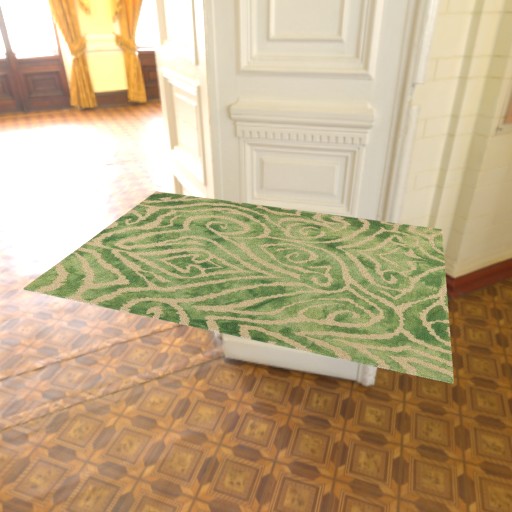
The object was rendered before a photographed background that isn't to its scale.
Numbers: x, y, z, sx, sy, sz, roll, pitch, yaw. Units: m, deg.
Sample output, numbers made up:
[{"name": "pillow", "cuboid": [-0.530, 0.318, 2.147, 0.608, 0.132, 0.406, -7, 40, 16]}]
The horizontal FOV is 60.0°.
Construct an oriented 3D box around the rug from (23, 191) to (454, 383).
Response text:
[{"name": "rug", "cuboid": [0.000, 0.000, 2.266, 1.826, 0.006, 1.220, 9, 32, 16]}]
